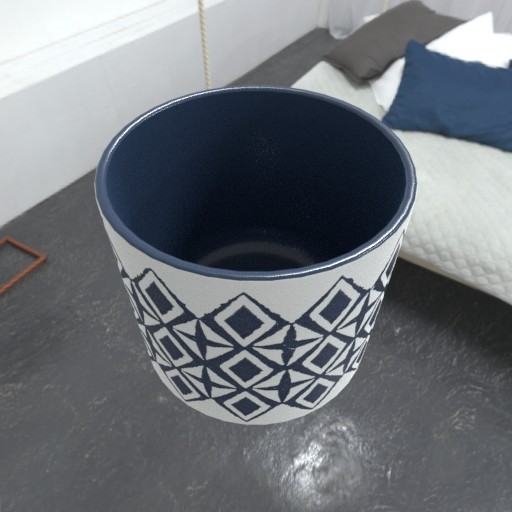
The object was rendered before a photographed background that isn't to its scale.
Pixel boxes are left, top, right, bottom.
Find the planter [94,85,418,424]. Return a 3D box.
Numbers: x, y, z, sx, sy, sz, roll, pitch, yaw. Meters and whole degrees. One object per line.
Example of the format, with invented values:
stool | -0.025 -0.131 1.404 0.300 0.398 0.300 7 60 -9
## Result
planter | 0.000 0.000 0.314 0.182 0.165 0.182 0 47 0
